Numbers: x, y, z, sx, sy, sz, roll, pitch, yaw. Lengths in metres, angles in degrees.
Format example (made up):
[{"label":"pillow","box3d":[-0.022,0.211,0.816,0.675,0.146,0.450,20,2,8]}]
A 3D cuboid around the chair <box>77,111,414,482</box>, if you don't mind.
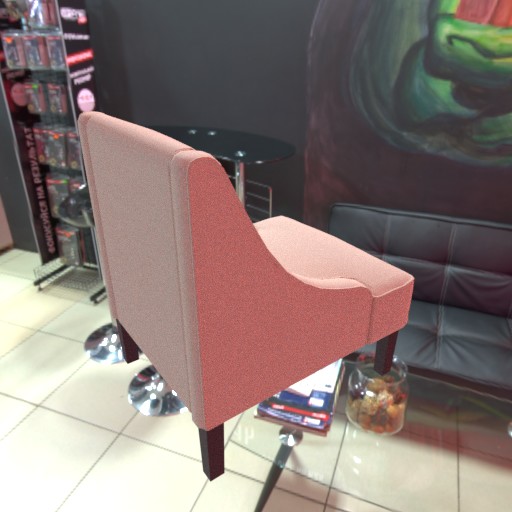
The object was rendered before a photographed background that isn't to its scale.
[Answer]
[{"label":"chair","box3d":[0.000,0.000,1.431,0.806,0.886,0.689,-18,32,-32]}]
